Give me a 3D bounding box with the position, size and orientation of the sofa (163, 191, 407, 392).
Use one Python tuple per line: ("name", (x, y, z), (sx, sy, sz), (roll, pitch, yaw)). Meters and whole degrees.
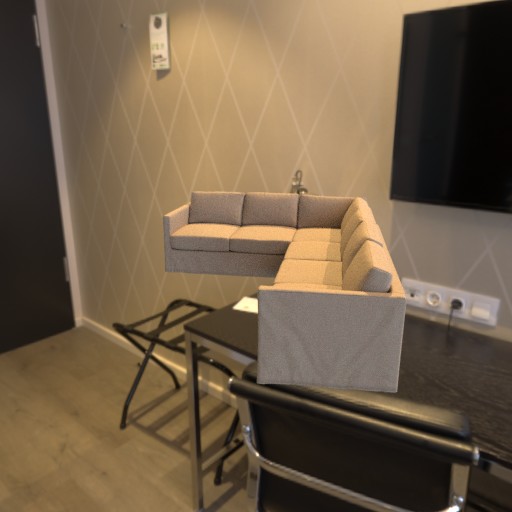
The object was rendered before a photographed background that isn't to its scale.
("sofa", (0.000, 0.000, 4.444), (2.432, 0.871, 3.182), (3, 17, 10))
